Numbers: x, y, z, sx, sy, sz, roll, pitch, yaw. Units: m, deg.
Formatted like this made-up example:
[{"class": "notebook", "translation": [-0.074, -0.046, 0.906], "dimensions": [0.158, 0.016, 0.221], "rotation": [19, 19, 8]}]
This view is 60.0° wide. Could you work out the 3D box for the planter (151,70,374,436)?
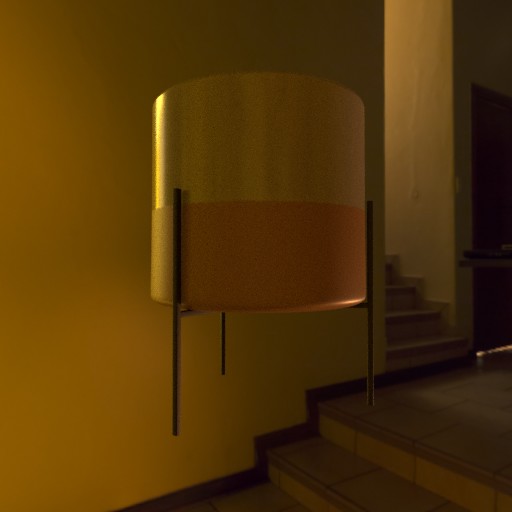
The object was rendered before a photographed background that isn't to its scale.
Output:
[{"class": "planter", "translation": [0.000, 0.000, 0.733], "dimensions": [0.348, 0.480, 0.360], "rotation": [0, -1, 37]}]
